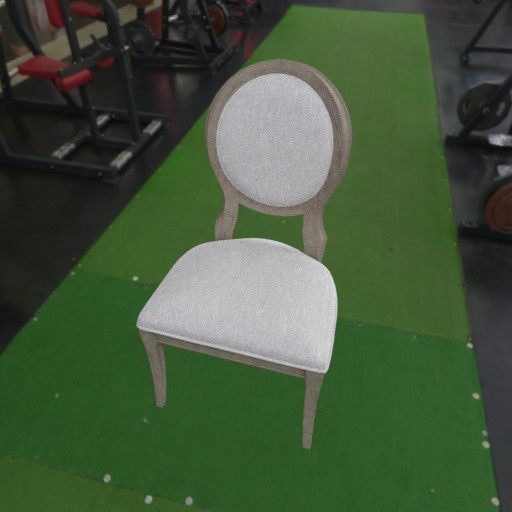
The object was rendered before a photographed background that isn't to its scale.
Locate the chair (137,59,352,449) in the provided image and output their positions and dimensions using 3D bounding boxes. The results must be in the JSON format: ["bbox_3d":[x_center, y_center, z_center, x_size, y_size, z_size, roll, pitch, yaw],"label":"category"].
[{"bbox_3d":[0.000,0.000,1.354,0.558,0.990,0.602,11,42,12],"label":"chair"}]
